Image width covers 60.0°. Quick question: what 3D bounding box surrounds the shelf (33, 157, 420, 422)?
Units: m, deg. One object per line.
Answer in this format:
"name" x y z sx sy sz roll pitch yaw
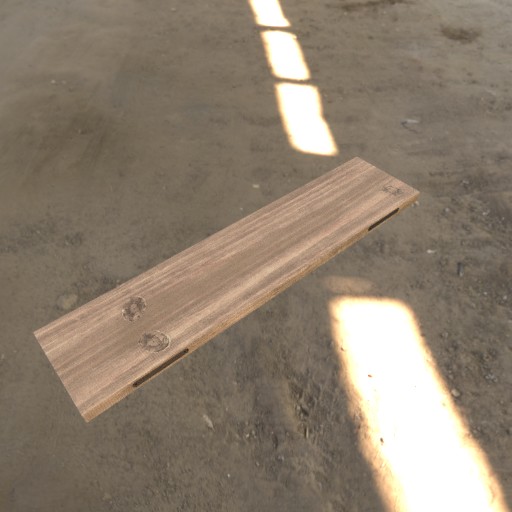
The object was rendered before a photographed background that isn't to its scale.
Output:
"shelf" 0.000 0.000 0.660 0.610 0.020 0.140 -31 53 -27
